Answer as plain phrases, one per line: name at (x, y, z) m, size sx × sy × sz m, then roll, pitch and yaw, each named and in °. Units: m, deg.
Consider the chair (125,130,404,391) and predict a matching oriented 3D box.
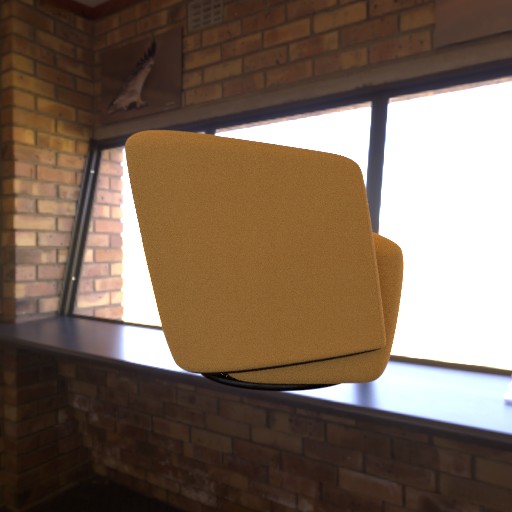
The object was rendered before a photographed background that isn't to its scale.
chair at (0.000, 0.000, 1.393) m, size 0.767 × 0.698 × 0.773 m, roll 0°, pitch 1°, yaw 1°
